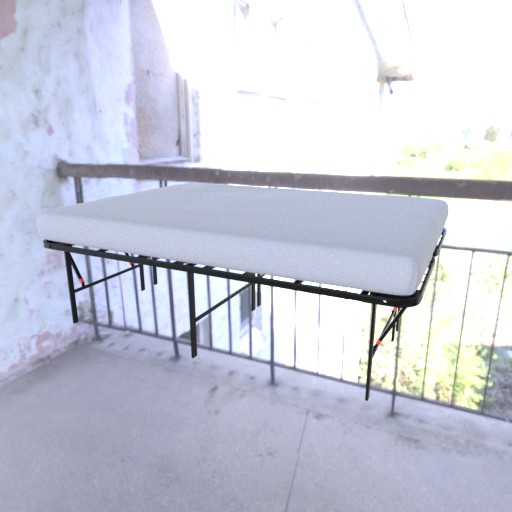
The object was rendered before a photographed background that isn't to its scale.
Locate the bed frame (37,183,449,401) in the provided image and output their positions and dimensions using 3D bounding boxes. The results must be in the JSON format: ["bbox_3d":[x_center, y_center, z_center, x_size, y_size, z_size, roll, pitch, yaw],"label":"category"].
[{"bbox_3d":[0.000,0.000,2.529,1.905,0.637,1.372,8,18,25],"label":"bed frame"}]
